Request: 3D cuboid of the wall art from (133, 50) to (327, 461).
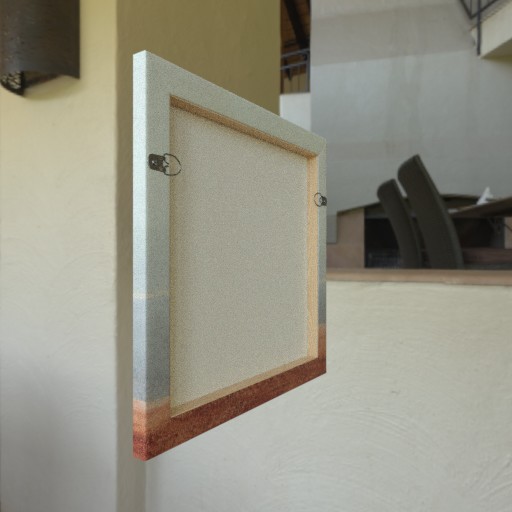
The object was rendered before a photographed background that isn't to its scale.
[{"bbox_3d":[0.000,0.000,0.607,0.023,0.405,0.405,0,0,35],"label":"wall art"}]
